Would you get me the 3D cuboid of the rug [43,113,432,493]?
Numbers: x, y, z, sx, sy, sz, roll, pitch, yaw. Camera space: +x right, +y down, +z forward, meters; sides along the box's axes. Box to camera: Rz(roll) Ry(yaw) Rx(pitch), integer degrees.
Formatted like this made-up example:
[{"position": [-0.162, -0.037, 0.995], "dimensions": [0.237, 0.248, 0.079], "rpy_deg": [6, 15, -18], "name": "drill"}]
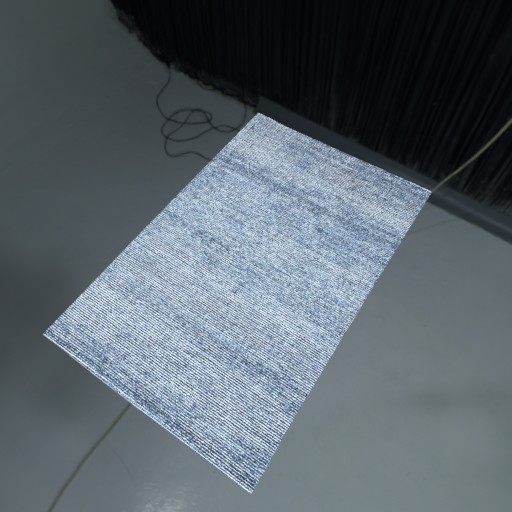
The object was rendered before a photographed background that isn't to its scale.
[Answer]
[{"position": [0.000, 0.000, 2.245], "dimensions": [1.159, 0.025, 1.793], "rpy_deg": [30, 63, 17], "name": "rug"}]
